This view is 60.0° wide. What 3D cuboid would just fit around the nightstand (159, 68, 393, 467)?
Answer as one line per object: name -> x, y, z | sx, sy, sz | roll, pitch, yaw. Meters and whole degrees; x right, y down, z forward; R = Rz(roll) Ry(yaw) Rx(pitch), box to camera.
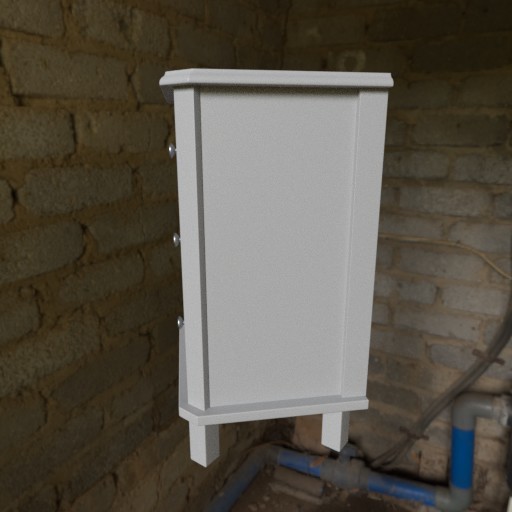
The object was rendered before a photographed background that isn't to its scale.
nightstand -> 0.000, 0.000, 0.944 | 0.350, 0.680, 0.450 | -2, 15, -9
